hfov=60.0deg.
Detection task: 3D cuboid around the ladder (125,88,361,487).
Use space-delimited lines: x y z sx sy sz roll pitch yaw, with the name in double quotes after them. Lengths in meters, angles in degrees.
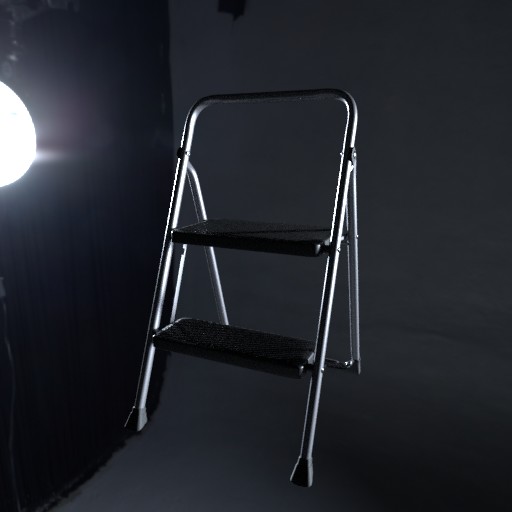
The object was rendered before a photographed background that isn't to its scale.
0.000 0.000 1.010 0.430 0.720 0.472 6 15 24 "ladder"
